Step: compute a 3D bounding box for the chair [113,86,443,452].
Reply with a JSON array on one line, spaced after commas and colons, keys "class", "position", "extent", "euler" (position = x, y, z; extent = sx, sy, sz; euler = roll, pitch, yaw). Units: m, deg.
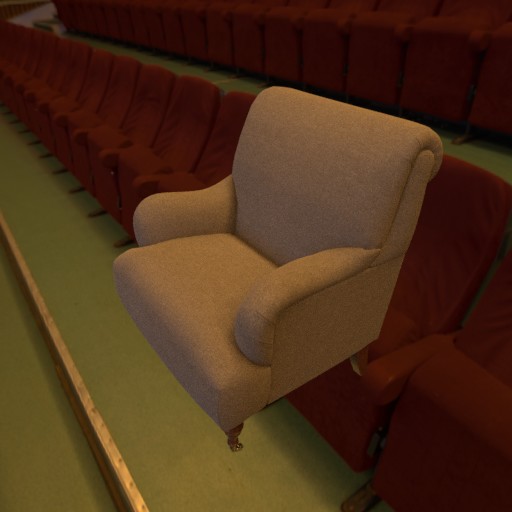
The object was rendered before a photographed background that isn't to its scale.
[{"class": "chair", "position": [0.000, 0.000, 1.526], "extent": [0.843, 0.942, 0.766], "euler": [-21, 38, -30]}]
